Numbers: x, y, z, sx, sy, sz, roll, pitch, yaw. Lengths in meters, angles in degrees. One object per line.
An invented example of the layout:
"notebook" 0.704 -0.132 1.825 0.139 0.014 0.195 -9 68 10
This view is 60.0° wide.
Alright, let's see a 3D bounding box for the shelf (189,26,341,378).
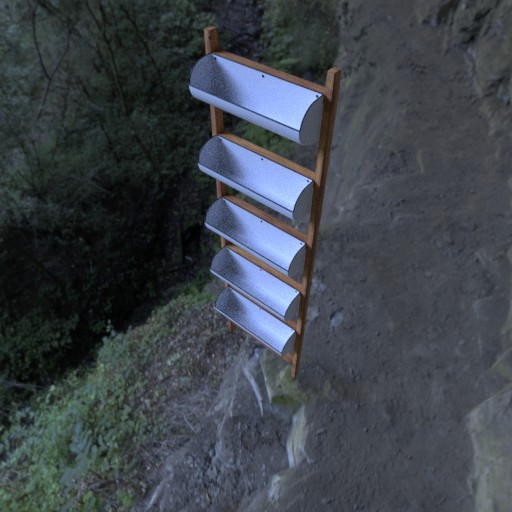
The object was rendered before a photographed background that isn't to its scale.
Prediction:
"shelf" 0.000 0.000 1.775 0.454 1.600 0.141 31 54 25
